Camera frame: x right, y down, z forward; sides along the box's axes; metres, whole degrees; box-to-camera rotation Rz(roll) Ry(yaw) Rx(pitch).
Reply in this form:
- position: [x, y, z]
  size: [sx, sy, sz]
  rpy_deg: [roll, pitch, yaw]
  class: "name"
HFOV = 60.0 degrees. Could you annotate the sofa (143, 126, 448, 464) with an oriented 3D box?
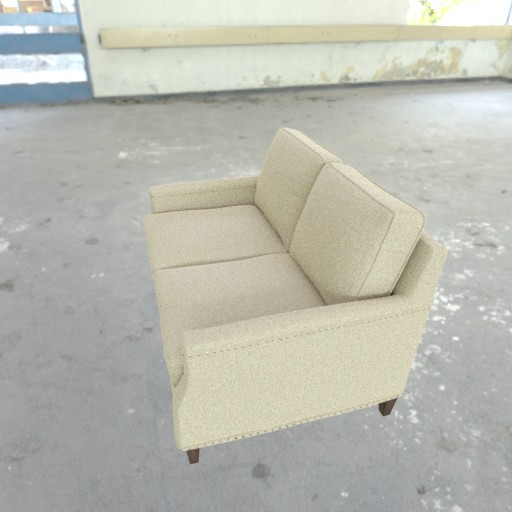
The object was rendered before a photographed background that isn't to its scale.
- position: [0.000, 0.000, 2.309]
  size: [1.084, 1.003, 1.597]
  rpy_deg: [-8, 31, -14]
  class: "sofa"
